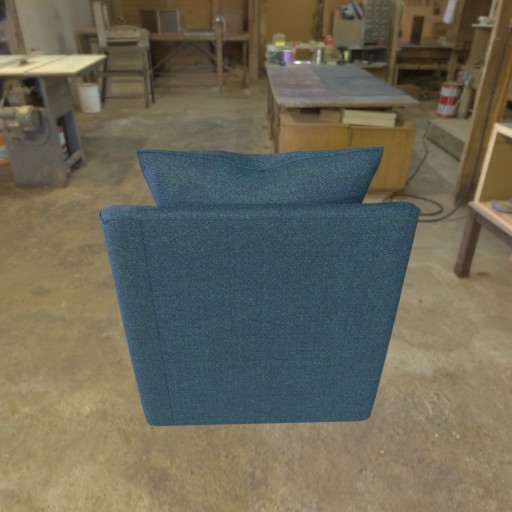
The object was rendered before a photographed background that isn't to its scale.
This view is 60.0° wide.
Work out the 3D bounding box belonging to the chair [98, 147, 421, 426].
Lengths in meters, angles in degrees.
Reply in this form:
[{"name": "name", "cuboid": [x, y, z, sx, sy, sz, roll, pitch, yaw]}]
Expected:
[{"name": "chair", "cuboid": [0.000, 0.000, 1.544, 0.750, 0.939, 0.870, -1, 30, -1]}]
